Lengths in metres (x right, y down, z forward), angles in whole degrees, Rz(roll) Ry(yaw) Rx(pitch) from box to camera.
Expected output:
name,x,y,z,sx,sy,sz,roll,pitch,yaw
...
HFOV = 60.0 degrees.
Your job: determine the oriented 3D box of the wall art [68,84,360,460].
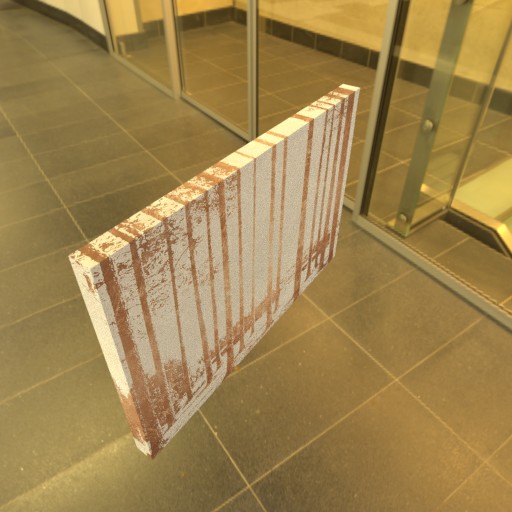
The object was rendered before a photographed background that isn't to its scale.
name,x,y,z,sx,sy,sz,roll,pitch,yaw
wall art,0.000,0.000,0.762,0.035,0.405,0.609,25,46,26
